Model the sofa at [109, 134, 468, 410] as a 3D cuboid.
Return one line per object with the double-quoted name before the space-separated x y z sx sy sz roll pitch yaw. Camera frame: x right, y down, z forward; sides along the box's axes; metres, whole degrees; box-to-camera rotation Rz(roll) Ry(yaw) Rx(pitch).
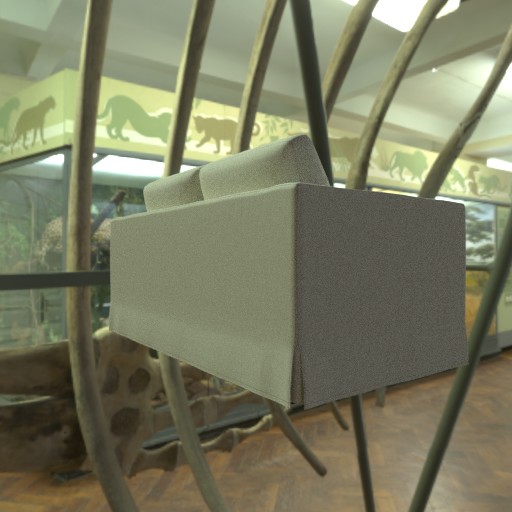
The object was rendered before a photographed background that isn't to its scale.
"sofa" 0.000 0.000 2.360 1.009 0.932 1.813 0 0 -36
